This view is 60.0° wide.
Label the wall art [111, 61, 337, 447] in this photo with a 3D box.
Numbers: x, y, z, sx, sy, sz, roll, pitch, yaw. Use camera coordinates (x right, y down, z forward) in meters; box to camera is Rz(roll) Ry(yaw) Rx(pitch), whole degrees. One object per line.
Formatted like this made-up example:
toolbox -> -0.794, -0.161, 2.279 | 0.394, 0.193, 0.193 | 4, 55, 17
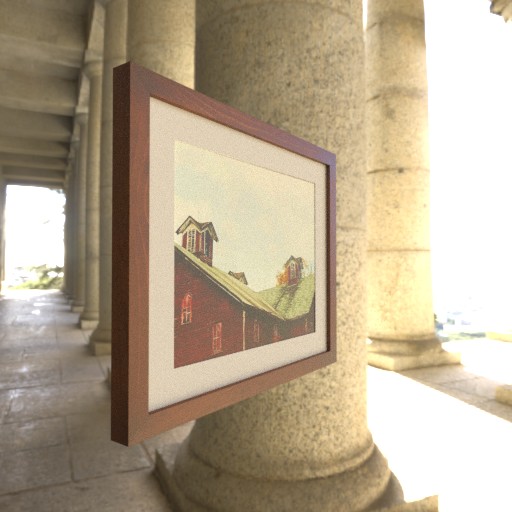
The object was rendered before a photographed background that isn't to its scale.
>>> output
wall art -> 0.000, 0.000, 0.760 | 0.033, 0.457, 0.558 | -1, -1, 36
